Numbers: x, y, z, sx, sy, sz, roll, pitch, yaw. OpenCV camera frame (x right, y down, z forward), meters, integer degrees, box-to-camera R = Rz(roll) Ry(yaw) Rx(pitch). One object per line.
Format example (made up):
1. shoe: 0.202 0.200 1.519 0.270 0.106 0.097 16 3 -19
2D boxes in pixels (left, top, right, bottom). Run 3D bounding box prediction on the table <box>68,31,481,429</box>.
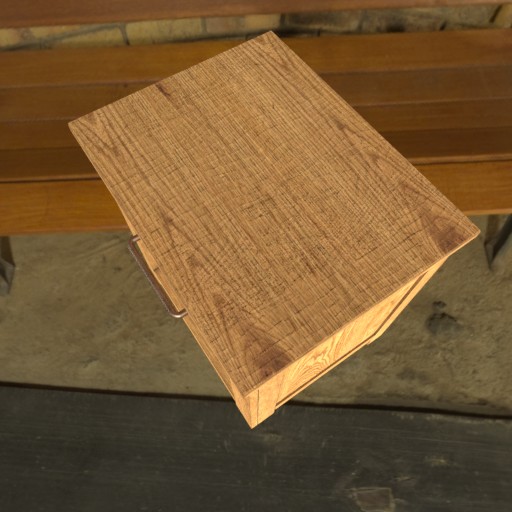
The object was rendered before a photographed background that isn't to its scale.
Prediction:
1. table: 0.000 0.000 1.056 0.494 0.625 0.601 -31 67 -15
